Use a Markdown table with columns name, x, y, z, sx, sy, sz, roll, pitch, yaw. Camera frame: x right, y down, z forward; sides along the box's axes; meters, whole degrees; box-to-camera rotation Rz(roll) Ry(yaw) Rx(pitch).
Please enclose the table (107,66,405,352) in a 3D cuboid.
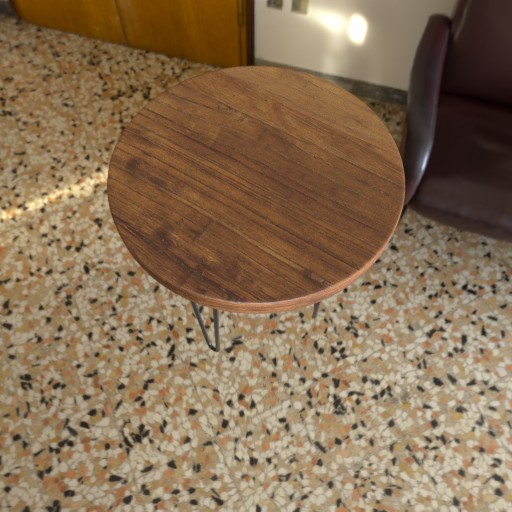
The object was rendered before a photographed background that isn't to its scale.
| name | x | y | z | sx | sy | sz | roll | pitch | yaw |
| --- | --- | --- | --- | --- | --- | --- | --- | --- | --- |
| table | 0.000 | 0.000 | 0.827 | 0.400 | 0.520 | 0.400 | 0 | 62 | 0 |
